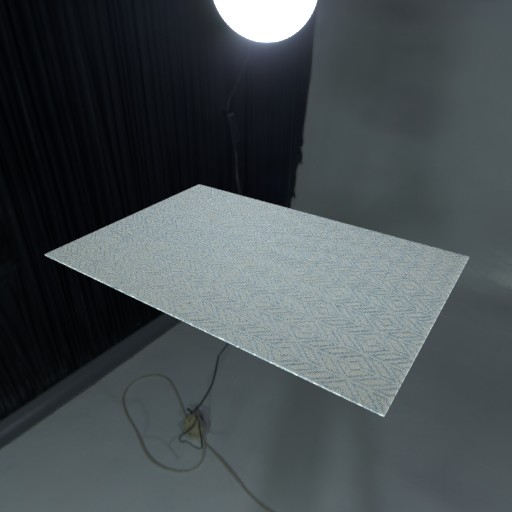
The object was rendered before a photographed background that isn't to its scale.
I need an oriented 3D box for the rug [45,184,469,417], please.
[{"bbox_3d":[0.000,0.000,2.291,1.824,0.008,1.220,19,35,29],"label":"rug"}]
